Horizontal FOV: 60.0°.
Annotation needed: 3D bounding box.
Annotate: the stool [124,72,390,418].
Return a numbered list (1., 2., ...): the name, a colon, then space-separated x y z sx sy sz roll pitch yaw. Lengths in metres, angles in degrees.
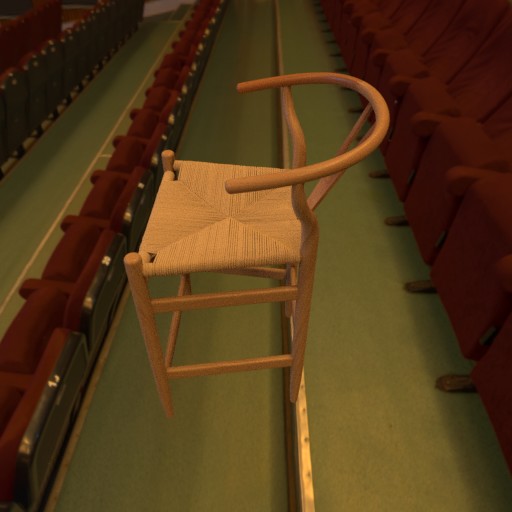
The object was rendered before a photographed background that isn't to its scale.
1. stool: 0.000 0.000 1.280 0.575 0.923 0.536 0 41 0
